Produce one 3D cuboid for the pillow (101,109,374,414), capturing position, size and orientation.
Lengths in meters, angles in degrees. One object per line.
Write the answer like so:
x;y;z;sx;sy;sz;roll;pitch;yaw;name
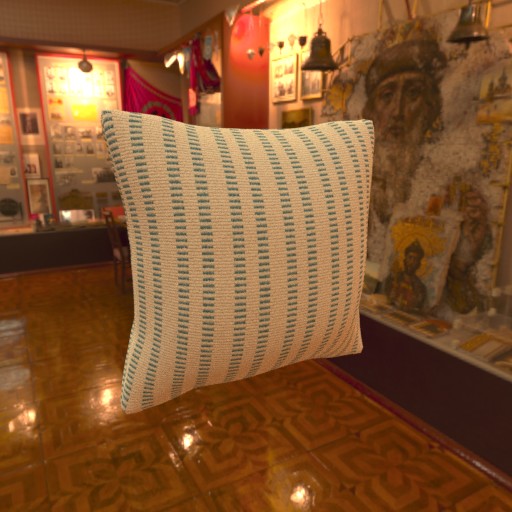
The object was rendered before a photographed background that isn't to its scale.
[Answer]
0.000;0.000;0.686;0.438;0.419;0.247;-7;15;-27;pillow
